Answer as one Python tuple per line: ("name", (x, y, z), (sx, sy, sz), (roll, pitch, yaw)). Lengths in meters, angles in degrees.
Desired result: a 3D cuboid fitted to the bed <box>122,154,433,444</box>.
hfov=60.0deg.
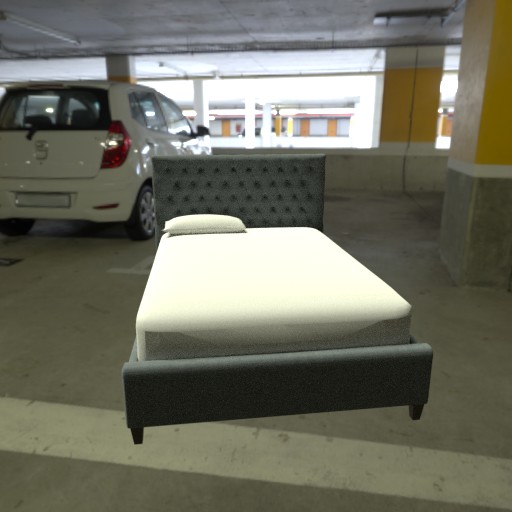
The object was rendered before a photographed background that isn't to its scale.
("bed", (0.000, 0.000, 3.380), (1.698, 1.411, 2.335), (-2, 16, -7))
